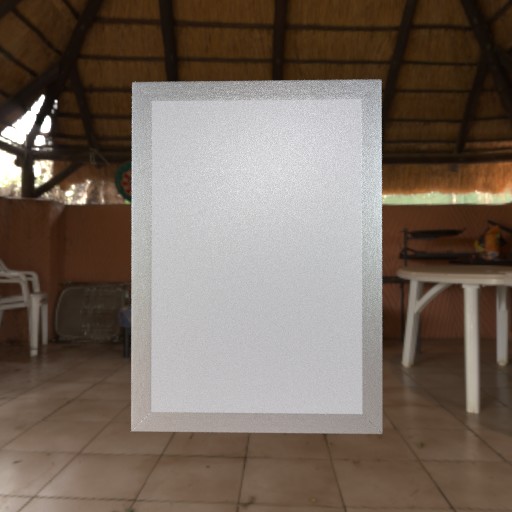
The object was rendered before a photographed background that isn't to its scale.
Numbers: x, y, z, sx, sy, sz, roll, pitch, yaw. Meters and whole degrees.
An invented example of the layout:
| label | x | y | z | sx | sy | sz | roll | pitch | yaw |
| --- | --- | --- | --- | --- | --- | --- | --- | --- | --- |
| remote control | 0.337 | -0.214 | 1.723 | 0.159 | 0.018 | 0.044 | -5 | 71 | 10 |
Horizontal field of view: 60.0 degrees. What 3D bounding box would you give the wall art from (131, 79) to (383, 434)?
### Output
| label | x | y | z | sx | sy | sz | roll | pitch | yaw |
| --- | --- | --- | --- | --- | --- | --- | --- | --- | --- |
| wall art | 0.000 | 0.000 | 0.672 | 0.376 | 0.529 | 0.013 | 0 | -1 | 2 |
